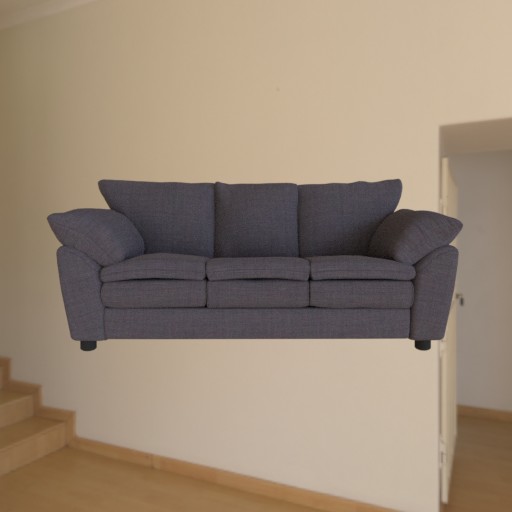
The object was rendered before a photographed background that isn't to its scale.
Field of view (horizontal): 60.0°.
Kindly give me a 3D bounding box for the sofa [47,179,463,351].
[{"bbox_3d":[0.000,0.000,2.869,2.336,1.080,0.883,0,0,0],"label":"sofa"}]
